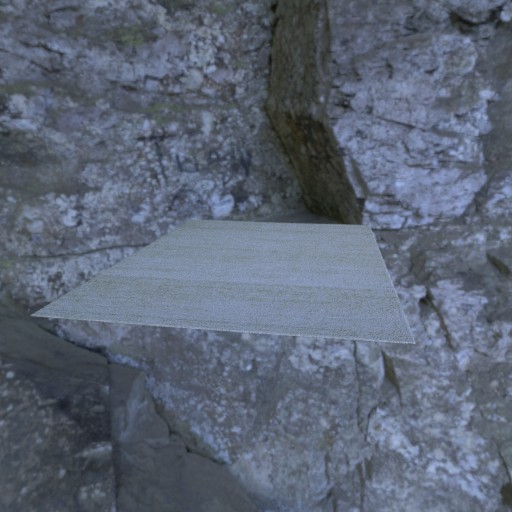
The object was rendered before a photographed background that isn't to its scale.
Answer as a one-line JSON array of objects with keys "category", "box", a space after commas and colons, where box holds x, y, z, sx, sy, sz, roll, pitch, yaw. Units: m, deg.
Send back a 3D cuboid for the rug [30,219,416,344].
[{"category": "rug", "box": [0.000, 0.000, 4.975, 2.782, 0.025, 3.935, 3, 16, 9]}]
